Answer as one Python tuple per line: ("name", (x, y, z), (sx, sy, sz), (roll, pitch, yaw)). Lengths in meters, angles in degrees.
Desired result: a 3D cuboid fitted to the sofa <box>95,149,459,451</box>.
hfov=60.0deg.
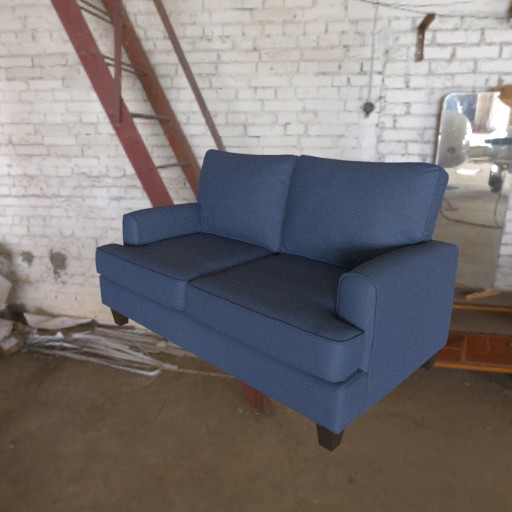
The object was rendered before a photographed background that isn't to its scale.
("sofa", (0.000, 0.000, 2.213), (1.651, 0.965, 0.965), (16, 23, 42))
